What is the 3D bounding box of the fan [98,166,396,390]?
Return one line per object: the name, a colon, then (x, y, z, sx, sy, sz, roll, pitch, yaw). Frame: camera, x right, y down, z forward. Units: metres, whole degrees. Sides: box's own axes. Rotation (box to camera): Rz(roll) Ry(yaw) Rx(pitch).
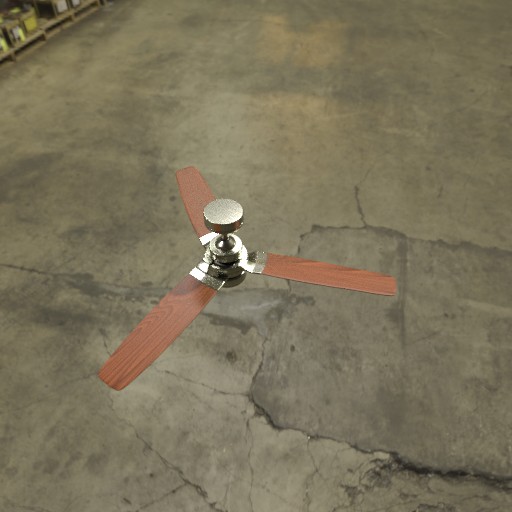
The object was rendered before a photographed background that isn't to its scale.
fan: (0.000, 0.000, 2.000, 1.271, 0.410, 1.416, 10, 47, 9)
